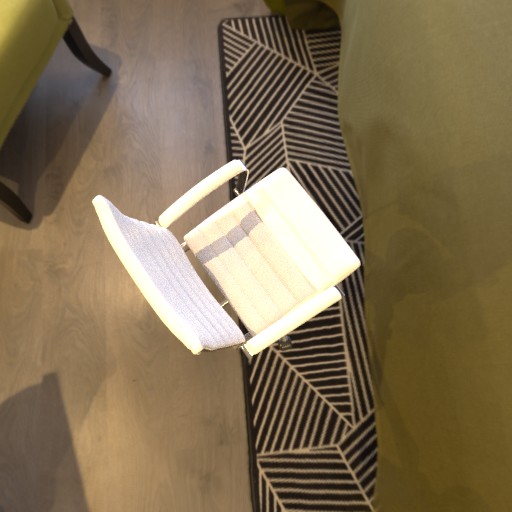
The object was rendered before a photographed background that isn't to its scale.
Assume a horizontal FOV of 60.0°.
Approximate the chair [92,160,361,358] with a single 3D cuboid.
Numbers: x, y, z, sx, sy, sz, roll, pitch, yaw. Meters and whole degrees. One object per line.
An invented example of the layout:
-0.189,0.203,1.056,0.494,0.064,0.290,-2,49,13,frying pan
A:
0.000,0.000,1.573,0.679,1.149,0.679,-35,79,-8,chair
